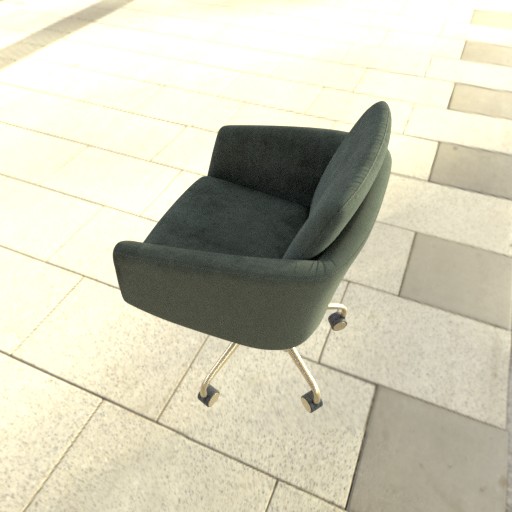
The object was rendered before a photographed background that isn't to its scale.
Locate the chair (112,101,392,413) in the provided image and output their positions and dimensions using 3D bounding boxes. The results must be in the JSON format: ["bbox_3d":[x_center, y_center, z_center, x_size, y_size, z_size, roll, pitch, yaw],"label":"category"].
[{"bbox_3d":[0.000,0.000,1.332,0.635,0.908,0.641,16,48,15],"label":"chair"}]
